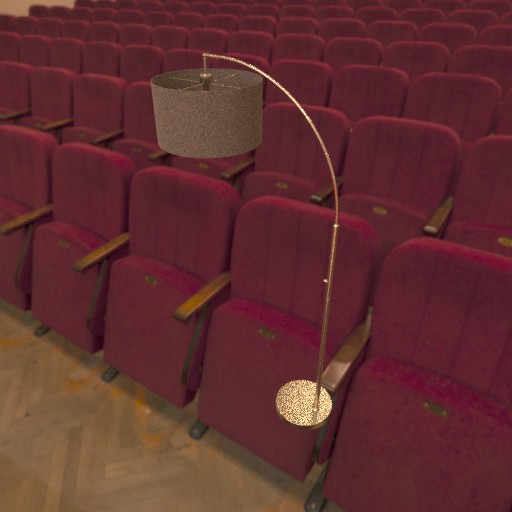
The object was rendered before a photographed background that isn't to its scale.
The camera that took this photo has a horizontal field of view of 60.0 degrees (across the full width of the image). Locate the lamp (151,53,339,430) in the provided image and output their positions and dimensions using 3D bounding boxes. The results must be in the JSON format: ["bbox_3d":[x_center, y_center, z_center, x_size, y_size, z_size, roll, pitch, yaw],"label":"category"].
[{"bbox_3d":[0.000,0.000,2.114,0.934,1.735,0.452,20,38,28],"label":"lamp"}]
